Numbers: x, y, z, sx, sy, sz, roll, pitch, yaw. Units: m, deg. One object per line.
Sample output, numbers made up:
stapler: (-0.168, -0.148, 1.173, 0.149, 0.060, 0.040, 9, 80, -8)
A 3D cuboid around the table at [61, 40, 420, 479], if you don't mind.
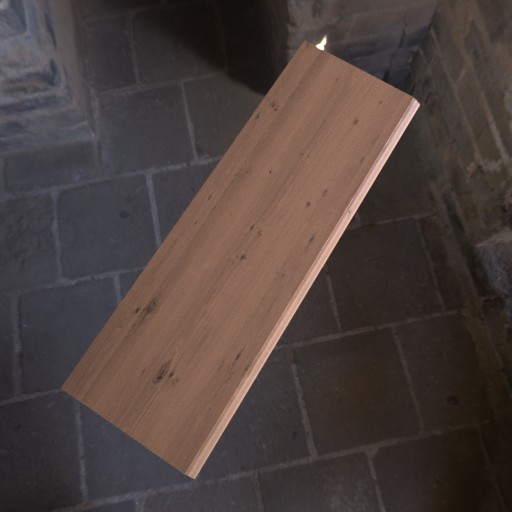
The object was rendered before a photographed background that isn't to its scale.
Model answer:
table: (0.000, 0.000, 1.451, 0.400, 0.510, 1.200, 31, 78, 7)
